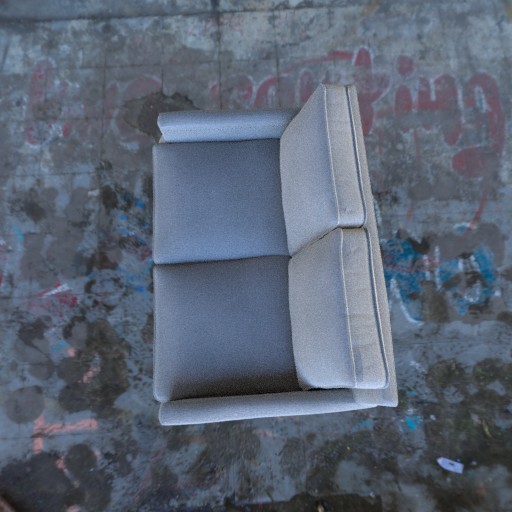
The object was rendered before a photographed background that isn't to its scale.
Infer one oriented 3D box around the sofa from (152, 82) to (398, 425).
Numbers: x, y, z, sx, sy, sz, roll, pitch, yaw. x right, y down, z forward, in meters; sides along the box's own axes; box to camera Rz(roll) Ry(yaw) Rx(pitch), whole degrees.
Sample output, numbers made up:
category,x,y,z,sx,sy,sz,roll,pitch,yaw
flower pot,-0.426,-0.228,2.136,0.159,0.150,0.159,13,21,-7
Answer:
category,x,y,z,sx,sy,sz,roll,pitch,yaw
sofa,0.000,0.000,2.301,1.084,1.003,1.597,-3,75,-1
